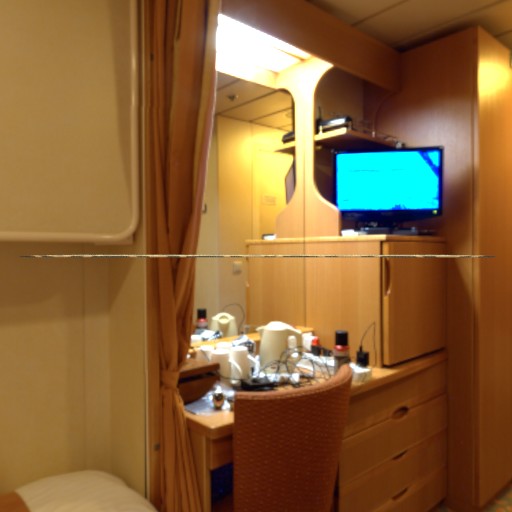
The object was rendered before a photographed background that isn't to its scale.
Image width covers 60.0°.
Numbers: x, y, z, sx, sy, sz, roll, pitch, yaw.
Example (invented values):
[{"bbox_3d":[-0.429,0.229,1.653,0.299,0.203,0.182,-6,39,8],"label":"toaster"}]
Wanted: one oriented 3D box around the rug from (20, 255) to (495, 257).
[{"bbox_3d":[0.000,0.000,2.486,2.296,0.006,0.685,0,1,2],"label":"rug"}]
